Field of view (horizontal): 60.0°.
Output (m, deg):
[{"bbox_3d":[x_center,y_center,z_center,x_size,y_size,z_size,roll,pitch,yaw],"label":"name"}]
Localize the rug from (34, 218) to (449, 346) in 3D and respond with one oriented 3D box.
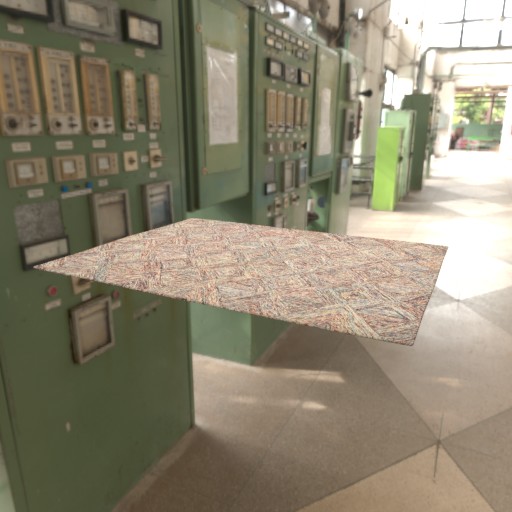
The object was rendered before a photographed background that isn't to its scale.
[{"bbox_3d":[0.000,0.000,4.238,3.226,0.024,2.436,8,18,26],"label":"rug"}]
